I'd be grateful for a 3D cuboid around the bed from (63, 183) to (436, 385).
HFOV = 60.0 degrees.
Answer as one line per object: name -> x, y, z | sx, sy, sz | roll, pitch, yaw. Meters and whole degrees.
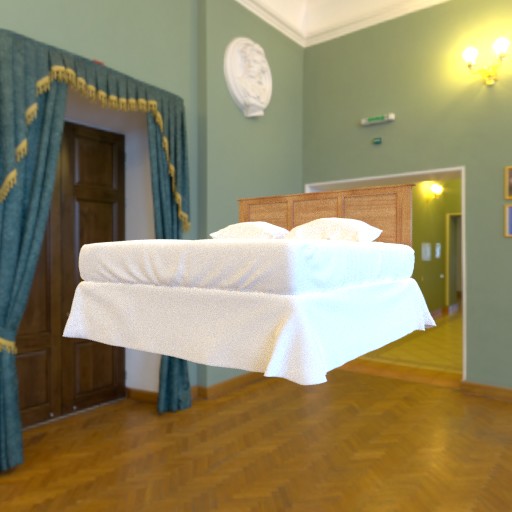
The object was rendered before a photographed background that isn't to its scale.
bed -> 0.000, 0.000, 3.642 | 2.317, 1.270, 2.215 | 0, 1, 36
